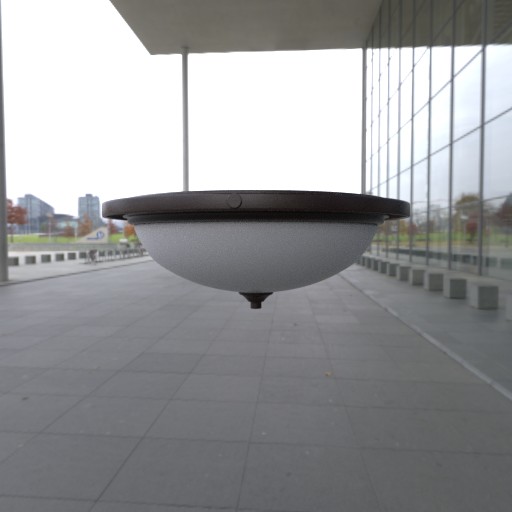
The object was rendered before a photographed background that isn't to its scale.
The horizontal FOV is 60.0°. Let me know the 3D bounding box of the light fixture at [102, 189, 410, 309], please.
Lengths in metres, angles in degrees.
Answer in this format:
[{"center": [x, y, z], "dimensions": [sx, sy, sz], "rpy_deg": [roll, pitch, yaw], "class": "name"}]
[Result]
[{"center": [0.000, 0.000, 0.551], "dimensions": [0.361, 0.130, 0.361], "rpy_deg": [0, 2, 0], "class": "light fixture"}]
